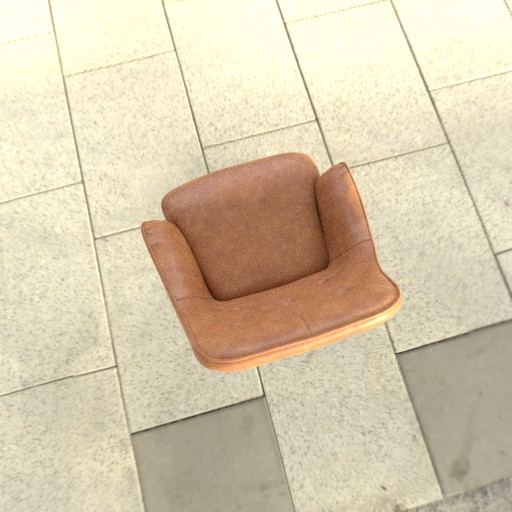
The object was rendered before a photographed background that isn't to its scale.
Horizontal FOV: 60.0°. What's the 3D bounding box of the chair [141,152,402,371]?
[{"bbox_3d":[0.000,0.000,1.338,0.628,0.909,0.615,-17,77,-4],"label":"chair"}]
